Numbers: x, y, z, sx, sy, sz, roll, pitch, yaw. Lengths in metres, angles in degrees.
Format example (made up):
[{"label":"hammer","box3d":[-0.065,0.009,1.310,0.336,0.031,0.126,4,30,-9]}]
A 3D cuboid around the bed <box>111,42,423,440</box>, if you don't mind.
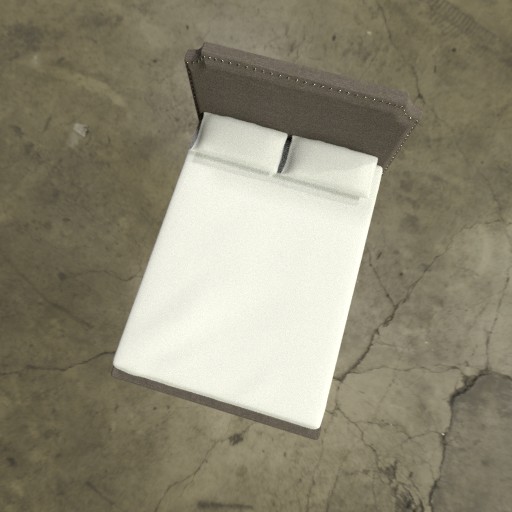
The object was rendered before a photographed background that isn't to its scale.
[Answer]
[{"label":"bed","box3d":[0.000,0.000,3.420,1.713,1.457,2.381,16,77,4]}]
